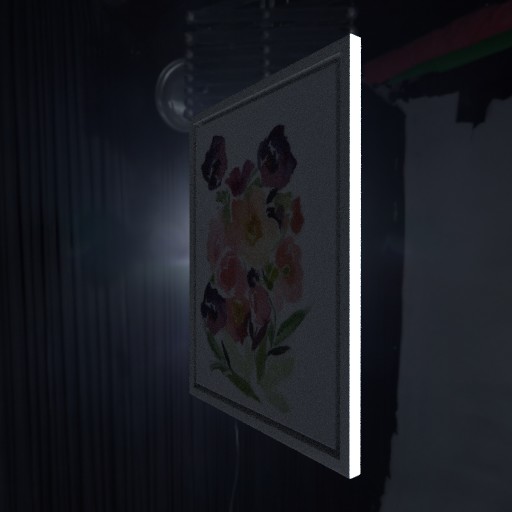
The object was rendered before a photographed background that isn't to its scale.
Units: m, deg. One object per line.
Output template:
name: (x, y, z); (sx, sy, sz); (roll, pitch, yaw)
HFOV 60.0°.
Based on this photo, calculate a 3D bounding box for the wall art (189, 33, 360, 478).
wall art: (0.000, 0.000, 1.386); (0.042, 1.056, 0.805); (0, 0, -36)
